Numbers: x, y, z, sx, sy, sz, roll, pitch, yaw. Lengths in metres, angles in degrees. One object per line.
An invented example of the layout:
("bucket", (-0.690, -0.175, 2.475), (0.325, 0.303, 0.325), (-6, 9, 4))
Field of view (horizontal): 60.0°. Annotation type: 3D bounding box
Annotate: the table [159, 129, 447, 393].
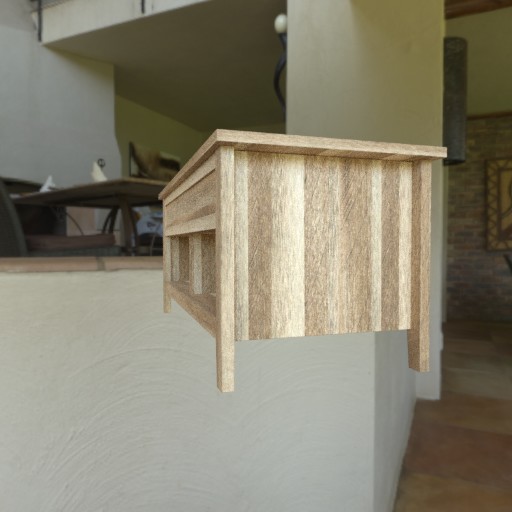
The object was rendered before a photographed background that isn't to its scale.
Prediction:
("table", (0.000, 0.000, 1.382), (0.493, 0.480, 1.095), (0, 2, -18))
